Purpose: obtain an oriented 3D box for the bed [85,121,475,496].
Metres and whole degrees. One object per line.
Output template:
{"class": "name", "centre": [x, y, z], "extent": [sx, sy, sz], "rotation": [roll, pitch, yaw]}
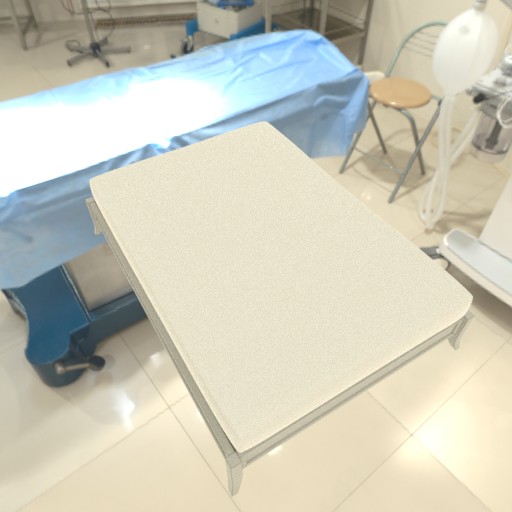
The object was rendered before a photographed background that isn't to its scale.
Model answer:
{"class": "bed", "centre": [0.000, 0.000, 2.618], "extent": [1.460, 0.510, 1.985], "rotation": [-24, 51, -21]}
